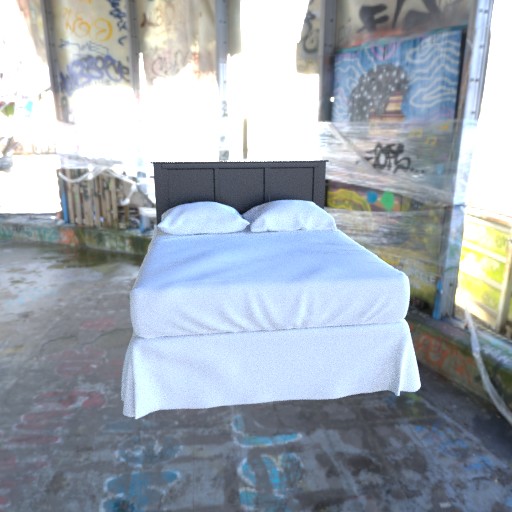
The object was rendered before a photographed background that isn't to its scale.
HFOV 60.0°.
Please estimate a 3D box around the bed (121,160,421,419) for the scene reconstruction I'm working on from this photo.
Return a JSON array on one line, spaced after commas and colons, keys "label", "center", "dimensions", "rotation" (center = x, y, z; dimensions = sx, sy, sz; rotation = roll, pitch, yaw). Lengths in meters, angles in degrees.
[{"label": "bed", "center": [0.000, 0.000, 3.329], "dimensions": [1.870, 1.270, 2.050], "rotation": [-2, 16, -8]}]
